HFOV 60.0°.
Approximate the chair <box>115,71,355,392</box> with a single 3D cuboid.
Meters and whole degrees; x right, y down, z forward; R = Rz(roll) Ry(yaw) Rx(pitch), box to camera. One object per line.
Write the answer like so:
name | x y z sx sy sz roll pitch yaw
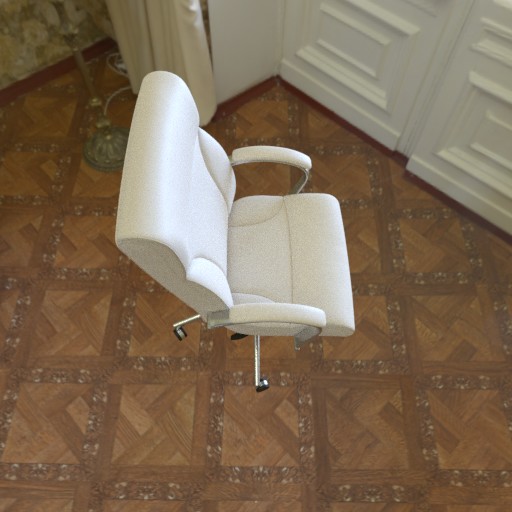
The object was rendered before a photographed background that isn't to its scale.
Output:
chair | 0.000 0.000 1.578 0.745 1.099 0.727 -1 61 0
